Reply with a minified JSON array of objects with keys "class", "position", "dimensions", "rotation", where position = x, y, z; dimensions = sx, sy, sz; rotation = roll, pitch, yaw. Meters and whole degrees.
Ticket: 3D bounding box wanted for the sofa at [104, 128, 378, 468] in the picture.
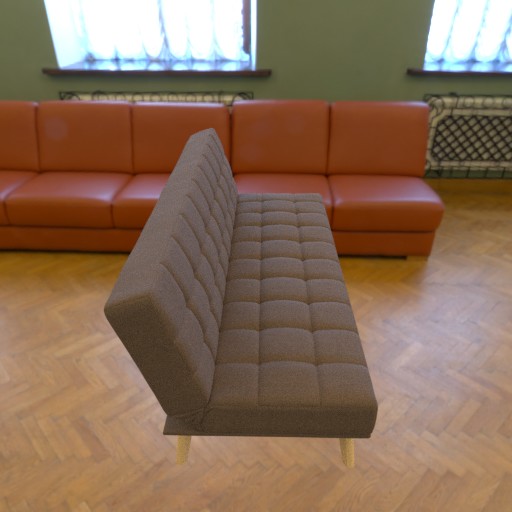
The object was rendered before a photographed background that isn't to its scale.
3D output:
[{"class":"sofa","position":[0.000,0.000,2.216],"dimensions":[0.860,0.810,1.800],"rotation":[1,31,1]}]
